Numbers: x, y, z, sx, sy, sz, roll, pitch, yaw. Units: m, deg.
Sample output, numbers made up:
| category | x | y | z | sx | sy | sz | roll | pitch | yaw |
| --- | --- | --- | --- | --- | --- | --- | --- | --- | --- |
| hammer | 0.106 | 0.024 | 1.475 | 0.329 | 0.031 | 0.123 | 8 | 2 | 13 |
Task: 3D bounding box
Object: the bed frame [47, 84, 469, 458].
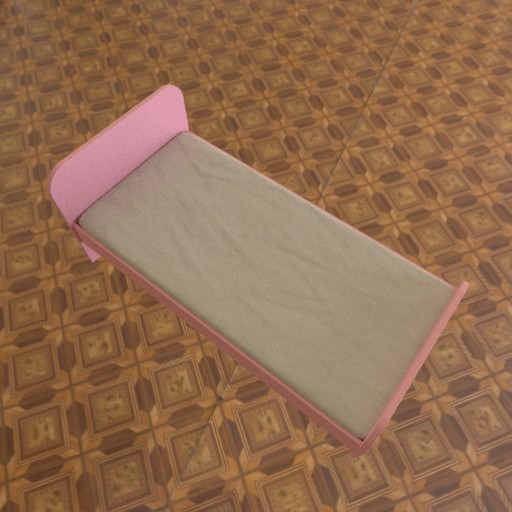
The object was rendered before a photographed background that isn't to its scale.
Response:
| category | x | y | z | sx | sy | sz | roll | pitch | yaw |
| --- | --- | --- | --- | --- | --- | --- | --- | --- | --- |
| bed frame | 0.000 | 0.000 | 2.433 | 1.963 | 0.805 | 0.998 | 34 | 64 | 19 |
